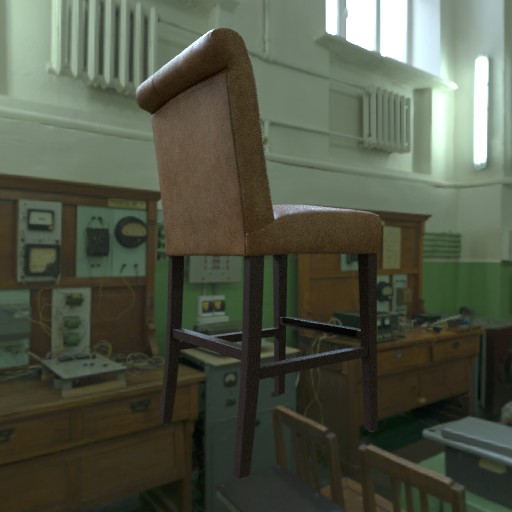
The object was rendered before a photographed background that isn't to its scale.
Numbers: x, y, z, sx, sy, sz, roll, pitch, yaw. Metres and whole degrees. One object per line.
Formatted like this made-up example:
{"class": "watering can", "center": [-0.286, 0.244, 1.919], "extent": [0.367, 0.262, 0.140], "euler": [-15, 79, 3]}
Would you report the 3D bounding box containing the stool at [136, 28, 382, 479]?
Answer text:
{"class": "stool", "center": [0.000, 0.000, 1.335], "extent": [0.601, 1.047, 0.493], "euler": [0, 0, -37]}
